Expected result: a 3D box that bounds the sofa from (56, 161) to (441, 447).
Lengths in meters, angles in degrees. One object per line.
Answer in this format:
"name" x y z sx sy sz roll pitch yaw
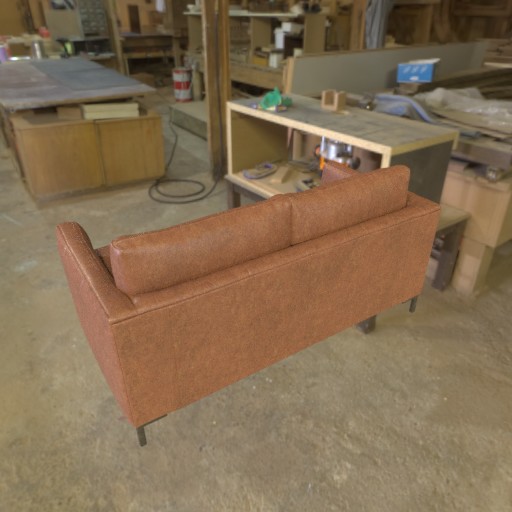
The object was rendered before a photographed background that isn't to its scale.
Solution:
"sofa" 0.000 0.000 2.336 1.797 0.883 0.899 -18 35 -28
